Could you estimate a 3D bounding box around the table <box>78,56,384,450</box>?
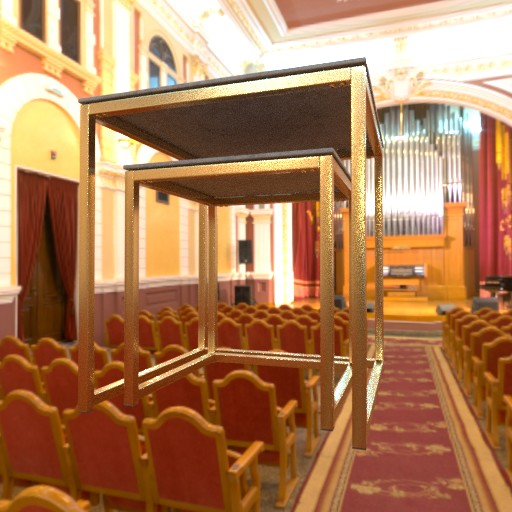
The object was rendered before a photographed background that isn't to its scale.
[{"bbox_3d":[0.000,0.000,0.846,0.450,0.500,0.450,0,-1,19],"label":"table"}]
